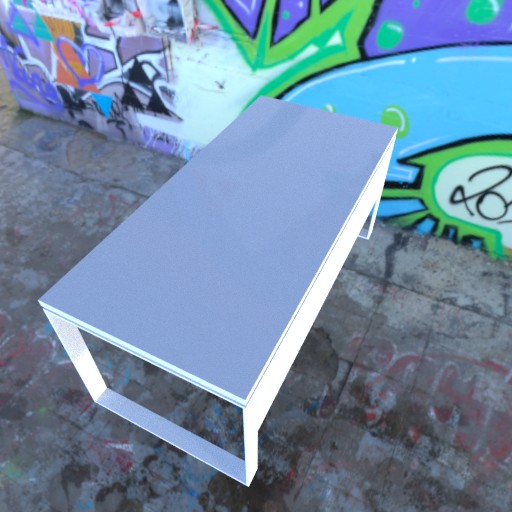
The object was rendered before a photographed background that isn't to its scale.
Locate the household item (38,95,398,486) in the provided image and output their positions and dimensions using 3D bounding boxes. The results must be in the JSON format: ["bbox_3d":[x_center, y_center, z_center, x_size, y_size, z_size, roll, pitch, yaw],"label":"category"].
[{"bbox_3d":[0.000,0.000,2.177,0.800,0.745,1.700,20,49,19],"label":"household item"}]
